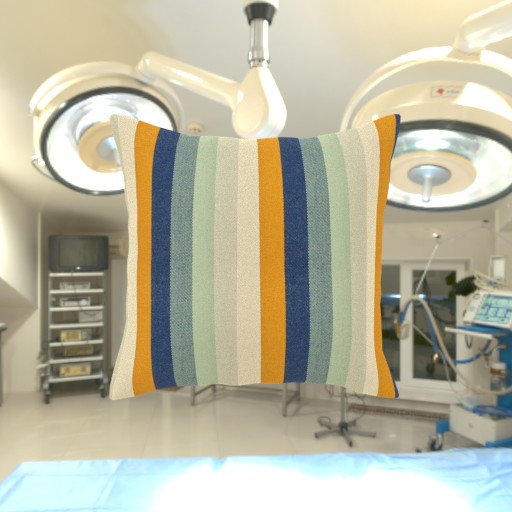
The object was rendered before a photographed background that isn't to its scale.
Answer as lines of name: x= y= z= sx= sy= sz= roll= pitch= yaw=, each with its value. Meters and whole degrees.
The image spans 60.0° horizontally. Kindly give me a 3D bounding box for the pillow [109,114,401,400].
pillow: x=0.000 y=0.000 z=0.706 sx=0.463 sy=0.454 sz=0.173 roll=0 pitch=0 yaw=-1
